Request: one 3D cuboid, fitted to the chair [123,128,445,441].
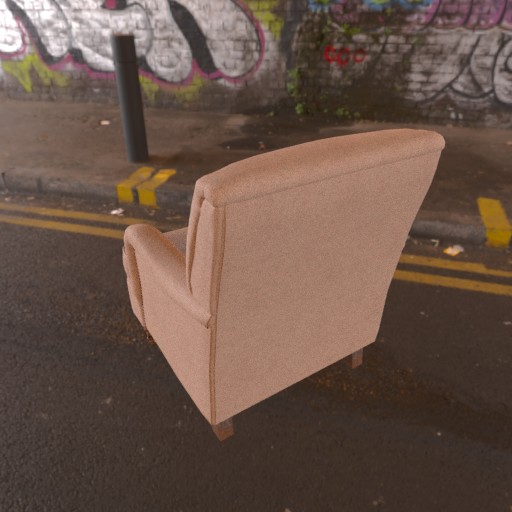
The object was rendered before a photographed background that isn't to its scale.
[{"bbox_3d":[0.000,0.000,1.808,0.879,1.119,0.953,-18,35,-29],"label":"chair"}]
